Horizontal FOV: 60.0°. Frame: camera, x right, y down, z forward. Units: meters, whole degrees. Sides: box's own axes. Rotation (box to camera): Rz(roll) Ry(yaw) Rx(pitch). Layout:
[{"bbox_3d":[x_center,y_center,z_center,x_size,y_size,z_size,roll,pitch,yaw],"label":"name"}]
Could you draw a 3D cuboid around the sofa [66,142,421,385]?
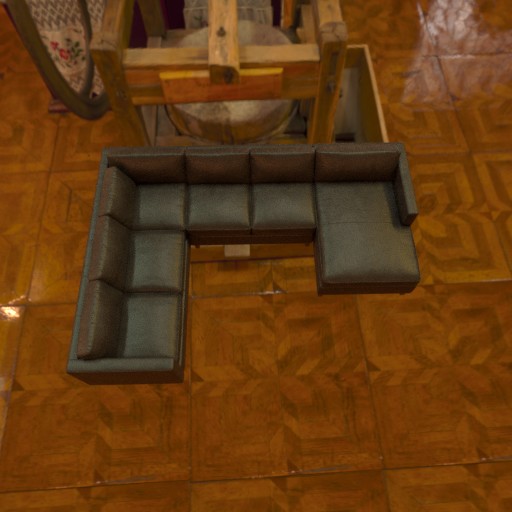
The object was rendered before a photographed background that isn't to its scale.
[{"bbox_3d":[0.000,0.000,4.603,3.324,0.891,2.452,-1,64,-1],"label":"sofa"}]
